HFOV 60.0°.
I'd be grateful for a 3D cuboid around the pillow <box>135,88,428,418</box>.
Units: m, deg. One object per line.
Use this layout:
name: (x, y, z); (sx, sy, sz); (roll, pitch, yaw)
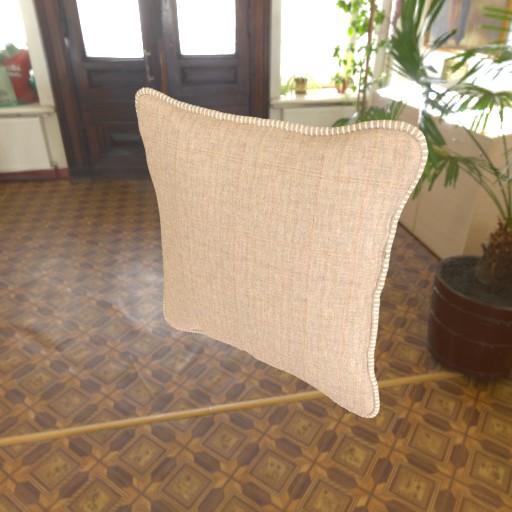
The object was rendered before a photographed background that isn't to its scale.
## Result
pillow: (0.000, 0.000, 0.739); (0.485, 0.494, 0.124); (18, 34, 29)
